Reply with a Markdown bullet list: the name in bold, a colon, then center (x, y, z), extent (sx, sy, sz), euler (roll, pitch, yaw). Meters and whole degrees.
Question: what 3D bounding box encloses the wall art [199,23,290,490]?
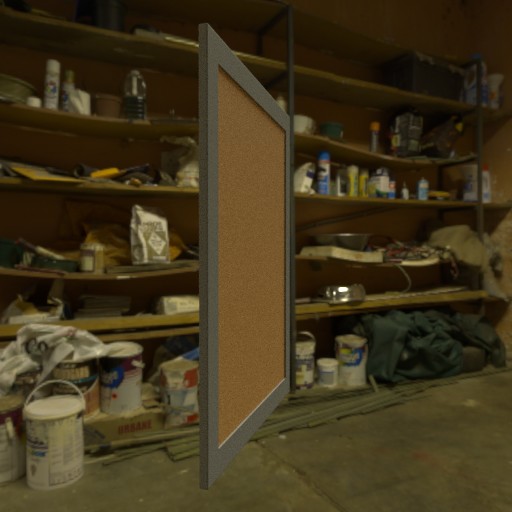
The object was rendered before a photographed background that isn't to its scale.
- **wall art**: center (0.000, 0.000, 0.680), extent (0.012, 0.529, 0.374), euler (0, 1, 19)
